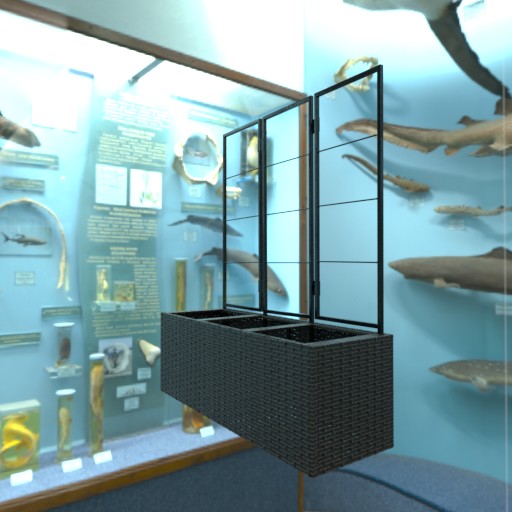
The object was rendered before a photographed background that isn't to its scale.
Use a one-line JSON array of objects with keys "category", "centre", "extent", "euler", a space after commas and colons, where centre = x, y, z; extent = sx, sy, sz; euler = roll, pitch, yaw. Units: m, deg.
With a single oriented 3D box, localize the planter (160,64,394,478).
[{"category": "planter", "centre": [0.000, 0.000, 1.183], "extent": [0.244, 0.841, 0.699], "euler": [1, -1, -36]}]
